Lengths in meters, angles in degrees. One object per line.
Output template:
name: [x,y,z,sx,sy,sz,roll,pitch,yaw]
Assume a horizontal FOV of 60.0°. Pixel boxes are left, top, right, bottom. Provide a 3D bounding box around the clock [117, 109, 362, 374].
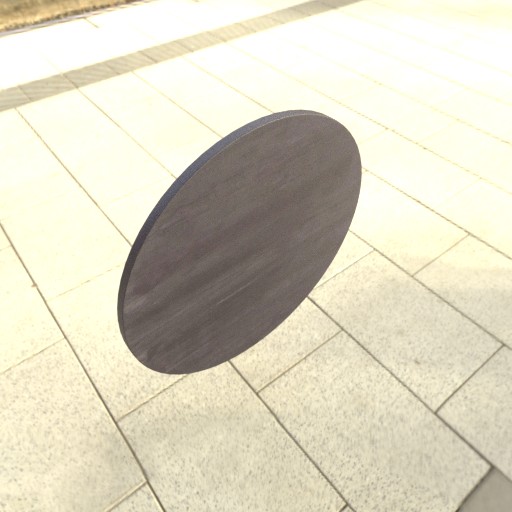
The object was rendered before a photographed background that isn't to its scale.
clock: [0.000,0.000,0.889,0.595,0.595,0.029,-32,54,-26]
